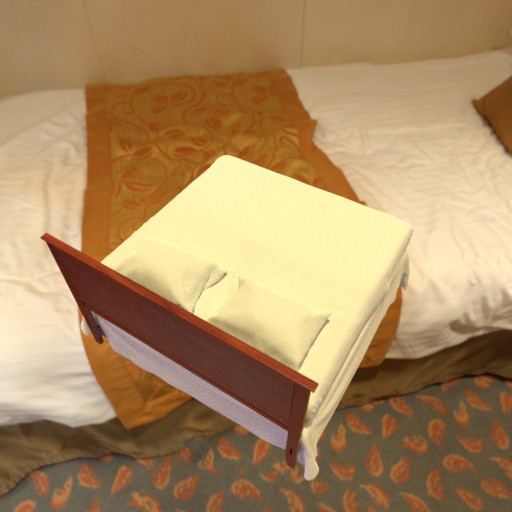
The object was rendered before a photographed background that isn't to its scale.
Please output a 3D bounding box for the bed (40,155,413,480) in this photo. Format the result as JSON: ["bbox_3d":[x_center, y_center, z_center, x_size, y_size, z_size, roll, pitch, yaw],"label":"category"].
[{"bbox_3d":[0.000,0.000,3.633,2.314,1.271,2.219,25,52,21],"label":"bed"}]
